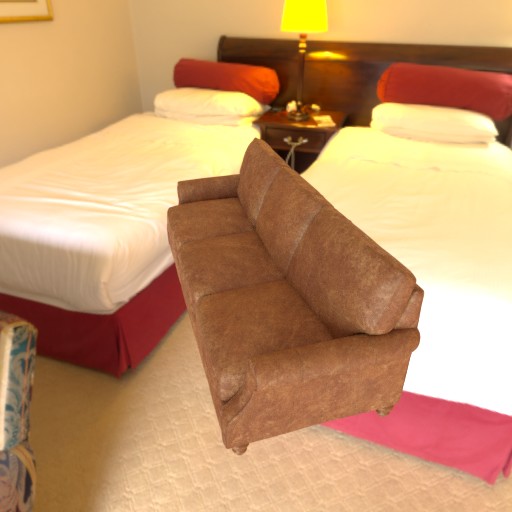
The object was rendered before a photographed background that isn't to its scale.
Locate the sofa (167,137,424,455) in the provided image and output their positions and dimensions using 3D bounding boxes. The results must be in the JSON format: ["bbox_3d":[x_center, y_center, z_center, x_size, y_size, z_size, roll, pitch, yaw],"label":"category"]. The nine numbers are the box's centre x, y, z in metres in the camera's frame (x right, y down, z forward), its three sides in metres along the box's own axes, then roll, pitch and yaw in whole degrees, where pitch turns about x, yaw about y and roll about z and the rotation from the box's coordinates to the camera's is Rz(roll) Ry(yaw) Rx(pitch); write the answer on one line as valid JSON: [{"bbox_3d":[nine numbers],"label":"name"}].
[{"bbox_3d":[0.000,0.000,2.917,0.973,0.977,2.351,-9,31,-14],"label":"sofa"}]
